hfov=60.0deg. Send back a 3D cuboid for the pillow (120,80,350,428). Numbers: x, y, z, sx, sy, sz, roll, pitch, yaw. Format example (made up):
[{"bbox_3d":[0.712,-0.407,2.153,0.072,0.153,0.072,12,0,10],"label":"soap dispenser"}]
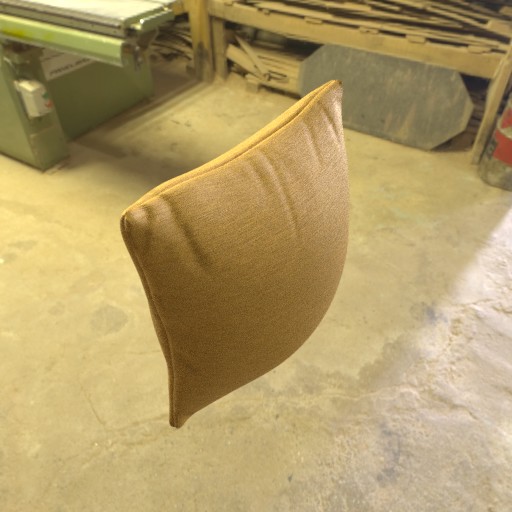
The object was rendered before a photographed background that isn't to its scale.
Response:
[{"bbox_3d":[0.000,0.000,0.683,0.247,0.417,0.435,26,48,26],"label":"pillow"}]
